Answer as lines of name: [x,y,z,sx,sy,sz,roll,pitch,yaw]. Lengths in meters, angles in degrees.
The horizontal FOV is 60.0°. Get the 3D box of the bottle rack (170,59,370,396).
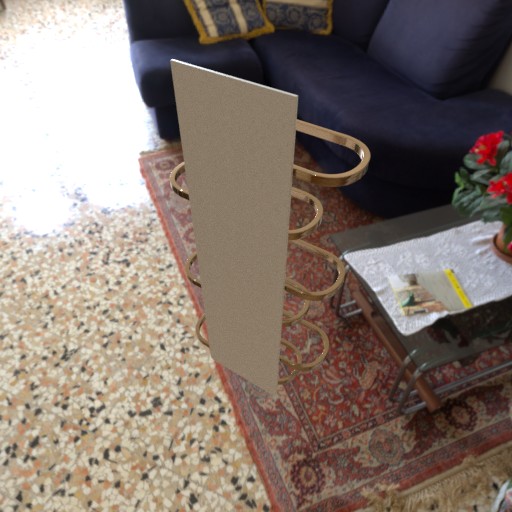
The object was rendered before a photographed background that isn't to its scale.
bottle rack: [0.000,0.000,0.812,0.332,0.709,0.118,25,51,22]
